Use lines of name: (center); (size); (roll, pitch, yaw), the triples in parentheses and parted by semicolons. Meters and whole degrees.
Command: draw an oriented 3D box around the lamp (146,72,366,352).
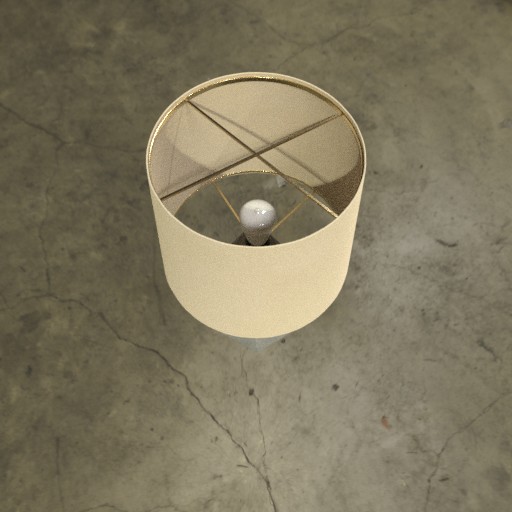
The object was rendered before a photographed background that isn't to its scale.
lamp: (0.000, 0.000, 0.686); (0.276, 0.501, 0.276); (0, 64, 0)
